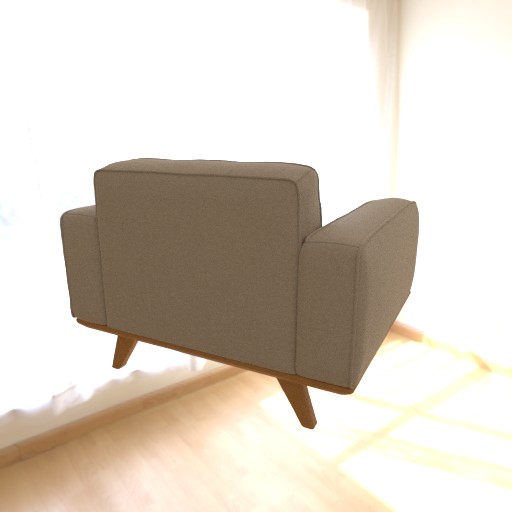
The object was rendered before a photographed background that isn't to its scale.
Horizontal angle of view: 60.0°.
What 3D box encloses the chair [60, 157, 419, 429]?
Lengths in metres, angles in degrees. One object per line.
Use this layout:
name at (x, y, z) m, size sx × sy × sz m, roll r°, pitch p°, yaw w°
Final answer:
chair at (0.000, 0.000, 1.752) m, size 1.115 × 0.779 × 0.953 m, roll 8°, pitch 17°, yaw 26°
